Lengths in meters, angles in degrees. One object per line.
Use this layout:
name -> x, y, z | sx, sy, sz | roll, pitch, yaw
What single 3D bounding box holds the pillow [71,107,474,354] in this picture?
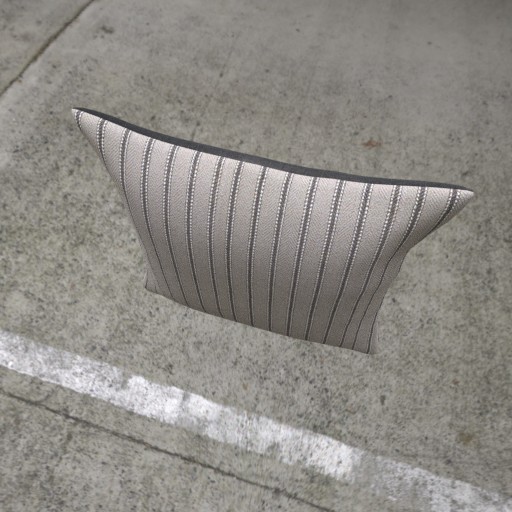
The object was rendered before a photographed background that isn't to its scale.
pillow -> 0.000, 0.000, 0.668 | 0.468, 0.444, 0.138 | 15, 59, 9
